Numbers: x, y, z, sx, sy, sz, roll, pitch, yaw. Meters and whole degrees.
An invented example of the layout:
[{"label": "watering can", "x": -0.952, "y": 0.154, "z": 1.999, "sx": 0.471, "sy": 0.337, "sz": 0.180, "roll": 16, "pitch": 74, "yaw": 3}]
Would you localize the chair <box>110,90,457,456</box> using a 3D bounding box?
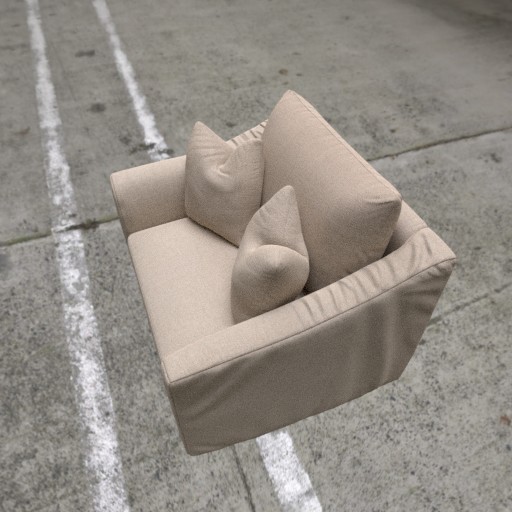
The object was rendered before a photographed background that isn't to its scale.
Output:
[{"label": "chair", "x": 0.000, "y": 0.000, "z": 2.008, "sx": 1.071, "sy": 1.093, "sz": 1.194, "roll": -16, "pitch": 48, "yaw": -15}]
